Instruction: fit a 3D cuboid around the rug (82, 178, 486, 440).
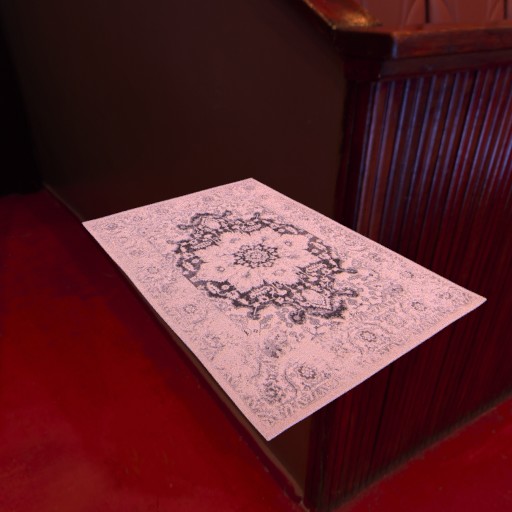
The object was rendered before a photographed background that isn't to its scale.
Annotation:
[{"bbox_3d":[0.000,0.000,2.286,1.223,0.008,1.813,-21,37,-30],"label":"rug"}]
